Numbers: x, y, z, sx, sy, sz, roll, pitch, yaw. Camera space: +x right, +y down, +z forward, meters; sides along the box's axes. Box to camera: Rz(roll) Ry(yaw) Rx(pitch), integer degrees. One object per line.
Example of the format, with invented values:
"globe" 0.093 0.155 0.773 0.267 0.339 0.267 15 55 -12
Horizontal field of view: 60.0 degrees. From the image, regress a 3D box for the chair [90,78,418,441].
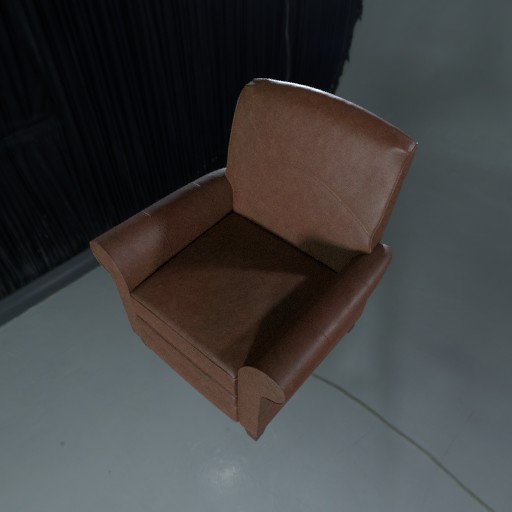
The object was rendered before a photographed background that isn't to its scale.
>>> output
"chair" 0.000 0.000 1.796 0.978 1.061 0.902 32 54 27
